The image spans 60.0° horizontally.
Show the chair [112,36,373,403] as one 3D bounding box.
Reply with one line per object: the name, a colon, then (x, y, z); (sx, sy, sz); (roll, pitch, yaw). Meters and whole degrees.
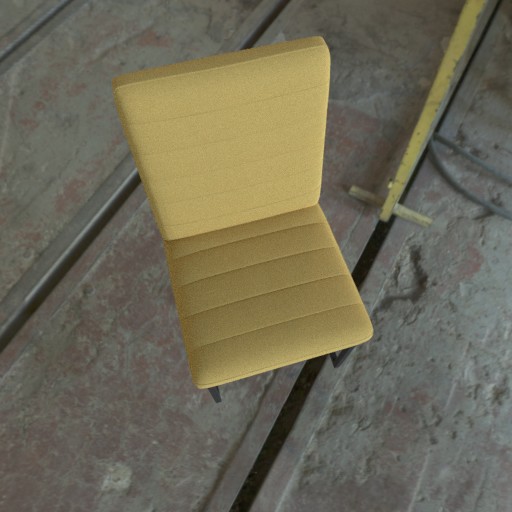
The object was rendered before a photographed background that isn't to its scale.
chair: (0.000, 0.000, 1.298); (0.520, 0.930, 0.634); (-14, 65, -7)
